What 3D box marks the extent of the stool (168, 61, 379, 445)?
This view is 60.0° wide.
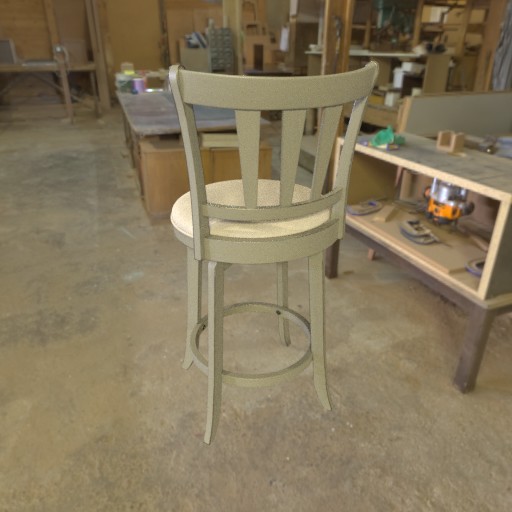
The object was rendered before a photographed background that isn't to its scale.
[{"bbox_3d":[0.000,0.000,1.225,0.450,0.994,0.486,-9,28,-17],"label":"stool"}]
